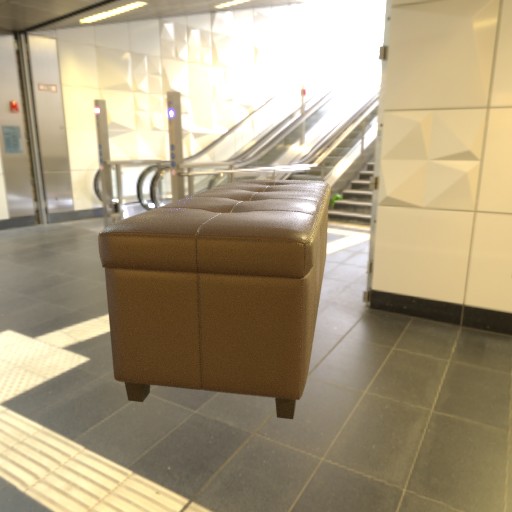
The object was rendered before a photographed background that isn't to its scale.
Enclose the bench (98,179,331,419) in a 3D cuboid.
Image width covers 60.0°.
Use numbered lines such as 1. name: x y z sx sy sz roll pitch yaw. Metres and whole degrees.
1. bench: 0.000 0.000 1.474 0.450 0.417 1.219 3 15 11
